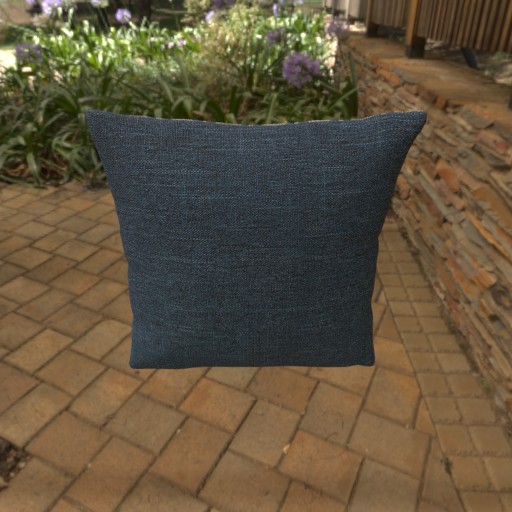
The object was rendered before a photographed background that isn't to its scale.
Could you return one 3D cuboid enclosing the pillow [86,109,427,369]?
[{"bbox_3d":[0.000,0.000,0.669,0.435,0.435,0.159,-1,30,-2],"label":"pillow"}]
